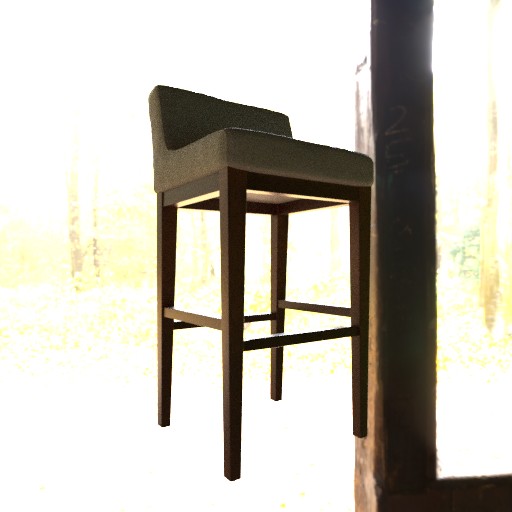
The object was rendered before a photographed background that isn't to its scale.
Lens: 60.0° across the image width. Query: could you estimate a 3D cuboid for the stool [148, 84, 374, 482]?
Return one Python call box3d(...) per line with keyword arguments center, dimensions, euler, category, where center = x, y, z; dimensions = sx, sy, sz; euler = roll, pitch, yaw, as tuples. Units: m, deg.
box3d(center=(0.000, 0.000, 1.320), dimensions=(0.511, 1.037, 0.500), euler=(0, 0, -35), category="stool")
